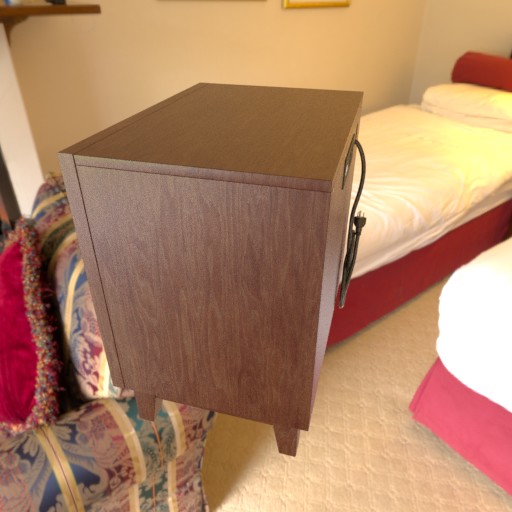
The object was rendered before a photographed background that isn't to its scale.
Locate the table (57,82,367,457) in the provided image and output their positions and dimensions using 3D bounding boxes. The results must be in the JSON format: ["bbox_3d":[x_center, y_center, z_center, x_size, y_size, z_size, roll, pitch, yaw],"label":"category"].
[{"bbox_3d":[0.000,0.000,0.983,0.449,0.609,0.557,8,33,13],"label":"table"}]
